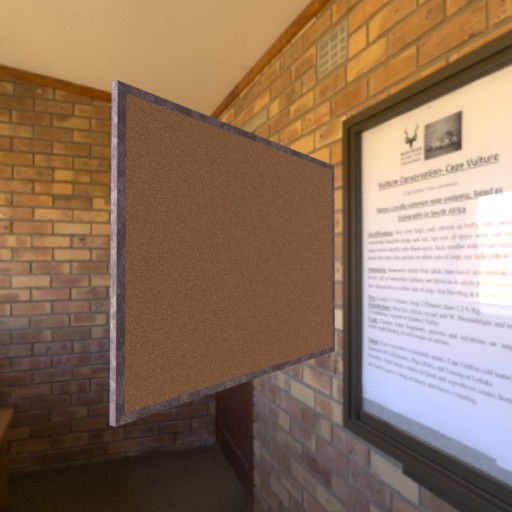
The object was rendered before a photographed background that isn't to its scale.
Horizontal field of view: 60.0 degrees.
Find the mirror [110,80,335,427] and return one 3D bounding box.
[{"bbox_3d":[0.000,0.000,1.464,0.022,0.795,1.101,-1,-1,37],"label":"mirror"}]
